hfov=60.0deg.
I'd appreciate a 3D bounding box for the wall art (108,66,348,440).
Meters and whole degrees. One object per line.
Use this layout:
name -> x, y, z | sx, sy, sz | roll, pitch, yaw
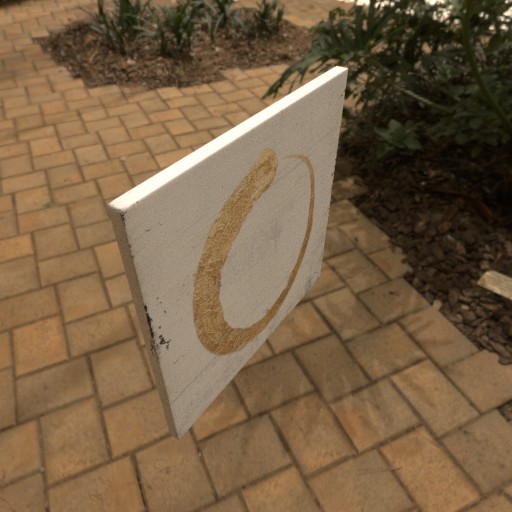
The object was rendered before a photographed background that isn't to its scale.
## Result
wall art -> 0.000, 0.000, 1.169 | 0.038, 0.762, 0.762 | 26, 48, 26
